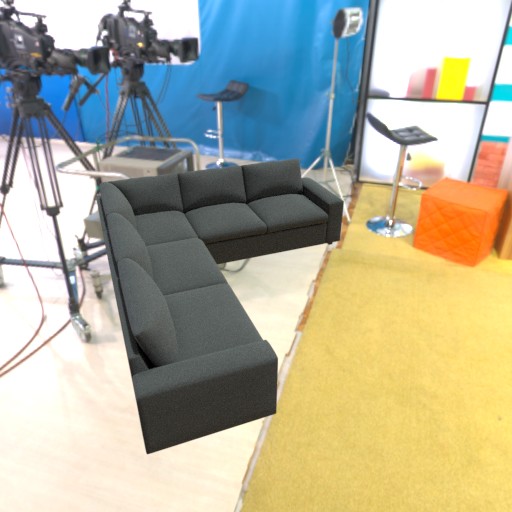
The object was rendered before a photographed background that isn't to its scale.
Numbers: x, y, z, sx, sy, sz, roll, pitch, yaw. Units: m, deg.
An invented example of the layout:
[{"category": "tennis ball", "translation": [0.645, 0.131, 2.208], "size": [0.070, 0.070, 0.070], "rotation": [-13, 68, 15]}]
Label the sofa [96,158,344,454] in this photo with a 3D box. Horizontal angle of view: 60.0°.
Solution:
[{"category": "sofa", "translation": [0.000, 0.000, 4.633], "size": [2.895, 0.965, 3.277], "rotation": [-11, 31, -18]}]
